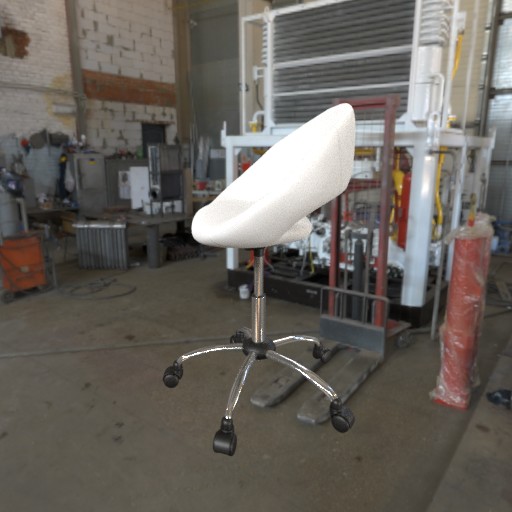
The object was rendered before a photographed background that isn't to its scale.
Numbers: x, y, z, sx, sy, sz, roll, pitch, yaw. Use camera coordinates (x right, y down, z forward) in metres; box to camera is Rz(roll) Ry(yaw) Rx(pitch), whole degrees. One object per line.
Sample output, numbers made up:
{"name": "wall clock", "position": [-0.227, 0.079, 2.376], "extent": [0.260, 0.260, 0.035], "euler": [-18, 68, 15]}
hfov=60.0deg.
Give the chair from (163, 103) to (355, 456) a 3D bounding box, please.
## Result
{"name": "chair", "position": [0.000, 0.000, 1.205], "extent": [0.538, 0.791, 0.612], "euler": [-2, 14, -8]}
